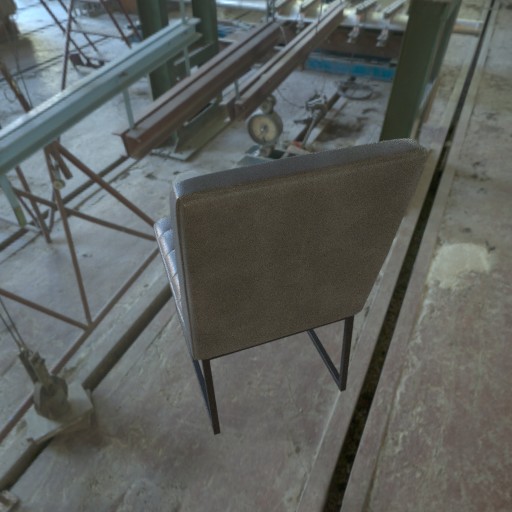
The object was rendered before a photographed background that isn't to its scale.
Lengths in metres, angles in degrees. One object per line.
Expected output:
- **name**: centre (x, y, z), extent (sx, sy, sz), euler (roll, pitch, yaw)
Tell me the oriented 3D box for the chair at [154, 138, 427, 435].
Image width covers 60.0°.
- **chair**: centre (0.000, 0.000, 1.314), extent (0.520, 0.930, 0.634), euler (-14, 43, -15)
